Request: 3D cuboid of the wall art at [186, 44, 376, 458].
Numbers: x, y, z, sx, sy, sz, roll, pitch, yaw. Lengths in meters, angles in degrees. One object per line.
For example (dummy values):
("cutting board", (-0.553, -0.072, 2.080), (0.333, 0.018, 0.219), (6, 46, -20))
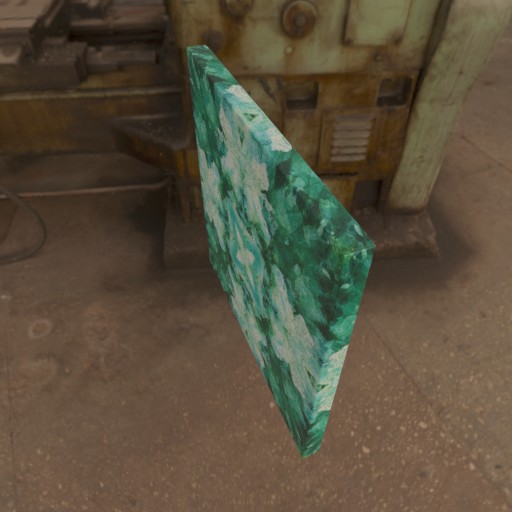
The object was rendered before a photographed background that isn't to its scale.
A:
("wall art", (0.000, 0.000, 0.744), (0.038, 0.508, 0.507), (-17, 49, -15))
